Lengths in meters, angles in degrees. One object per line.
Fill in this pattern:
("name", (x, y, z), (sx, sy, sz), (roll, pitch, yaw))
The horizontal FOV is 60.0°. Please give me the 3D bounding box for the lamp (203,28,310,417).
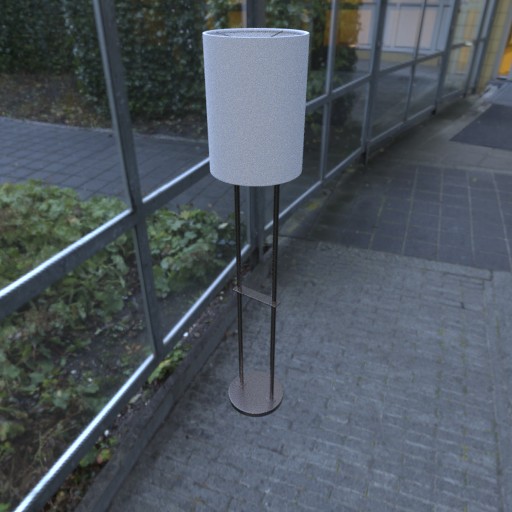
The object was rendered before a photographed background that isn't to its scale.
("lamp", (0.000, 0.000, 1.660), (0.306, 1.500, 0.305), (20, 36, 29))
